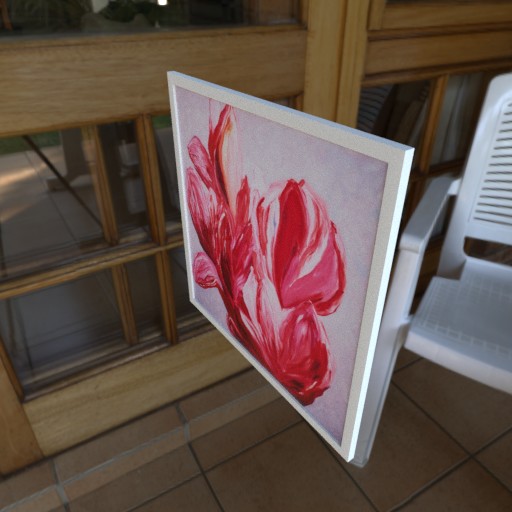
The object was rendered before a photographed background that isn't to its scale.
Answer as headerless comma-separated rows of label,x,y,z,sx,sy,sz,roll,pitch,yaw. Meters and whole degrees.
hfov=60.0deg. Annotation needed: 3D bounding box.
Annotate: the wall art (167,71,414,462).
wall art,0.000,0.000,1.173,0.022,0.803,0.805,-21,38,-30
